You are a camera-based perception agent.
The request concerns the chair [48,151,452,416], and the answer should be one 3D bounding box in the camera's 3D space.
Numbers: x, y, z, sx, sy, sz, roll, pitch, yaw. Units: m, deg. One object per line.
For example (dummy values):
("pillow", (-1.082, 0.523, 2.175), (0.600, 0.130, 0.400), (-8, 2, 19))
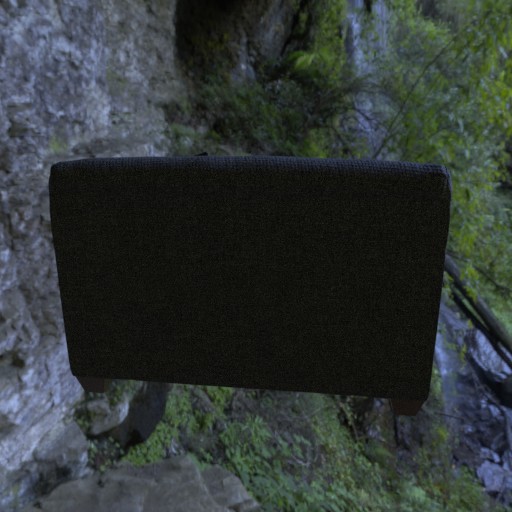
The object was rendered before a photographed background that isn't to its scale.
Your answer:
("chair", (0.000, 0.000, 2.026), (1.383, 0.948, 1.000), (2, 16, 7))
